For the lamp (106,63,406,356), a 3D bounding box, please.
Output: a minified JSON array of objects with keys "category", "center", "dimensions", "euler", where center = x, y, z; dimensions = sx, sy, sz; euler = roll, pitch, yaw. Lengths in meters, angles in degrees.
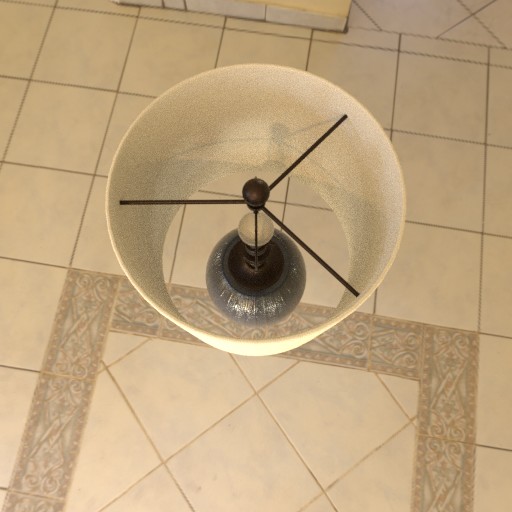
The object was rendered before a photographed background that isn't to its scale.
[{"category":"lamp","center":[0.000,0.000,0.745],"dimensions":[0.329,0.570,0.329],"euler":[0,75,0]}]
